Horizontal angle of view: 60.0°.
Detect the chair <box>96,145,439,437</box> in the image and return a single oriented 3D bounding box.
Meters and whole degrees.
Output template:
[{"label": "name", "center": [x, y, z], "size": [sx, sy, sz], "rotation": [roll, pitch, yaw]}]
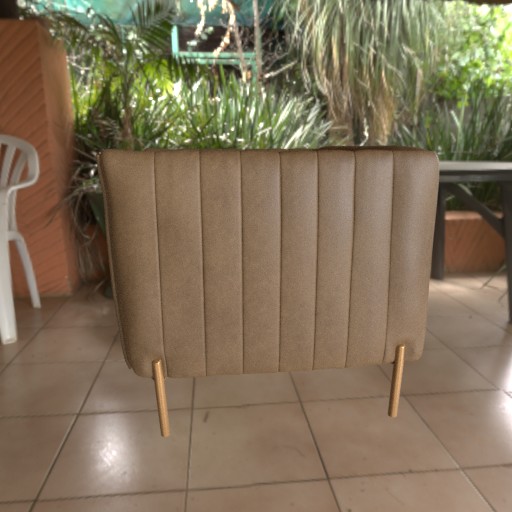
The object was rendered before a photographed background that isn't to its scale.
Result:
[{"label": "chair", "center": [0.000, 0.000, 1.610], "size": [0.876, 0.779, 0.981], "rotation": [-2, 14, -7]}]
